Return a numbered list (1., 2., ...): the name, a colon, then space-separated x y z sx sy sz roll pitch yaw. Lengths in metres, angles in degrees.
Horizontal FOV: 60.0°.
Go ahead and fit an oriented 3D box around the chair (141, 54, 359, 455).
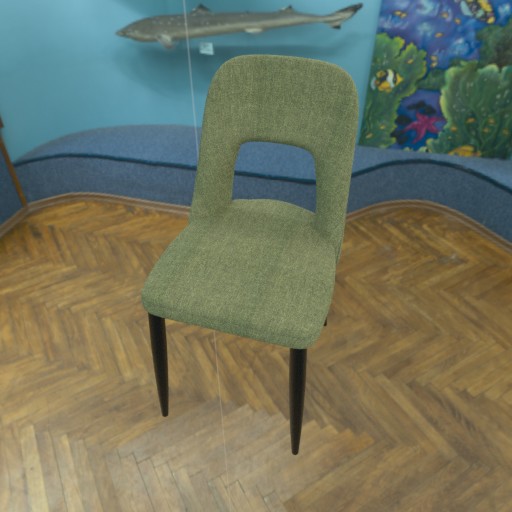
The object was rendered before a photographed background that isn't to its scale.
1. chair: 0.000 0.000 1.263 0.470 0.931 0.612 11 41 13
